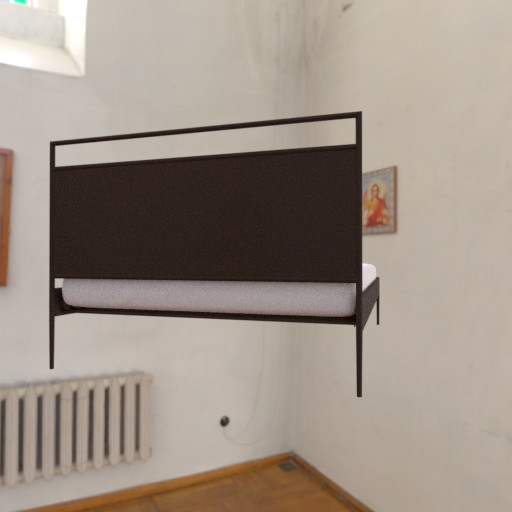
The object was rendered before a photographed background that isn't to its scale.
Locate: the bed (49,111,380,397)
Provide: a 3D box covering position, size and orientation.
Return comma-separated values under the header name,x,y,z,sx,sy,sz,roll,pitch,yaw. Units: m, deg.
name,x,y,z,sx,sy,sz,roll,pitch,yaw
bed,0.000,0.000,3.054,1.572,1.173,2.122,0,0,17
